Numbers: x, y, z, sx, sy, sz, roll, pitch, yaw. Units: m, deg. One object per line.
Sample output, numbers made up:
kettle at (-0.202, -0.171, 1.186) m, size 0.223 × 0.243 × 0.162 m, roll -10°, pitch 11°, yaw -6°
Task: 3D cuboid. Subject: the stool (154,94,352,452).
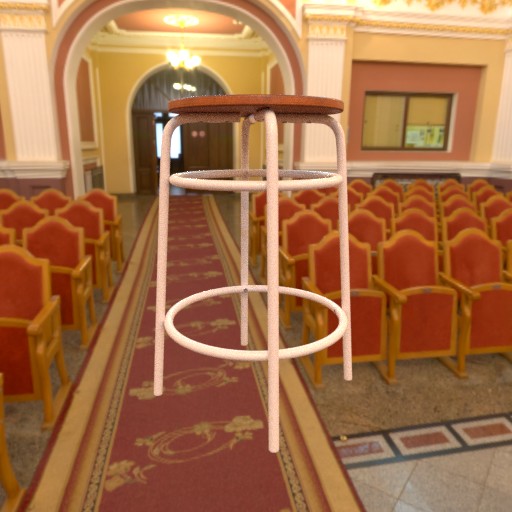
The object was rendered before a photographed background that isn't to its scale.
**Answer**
stool at (0.000, 0.000, 0.933) m, size 0.455 × 0.610 × 0.455 m, roll -2°, pitch 14°, yaw -8°
